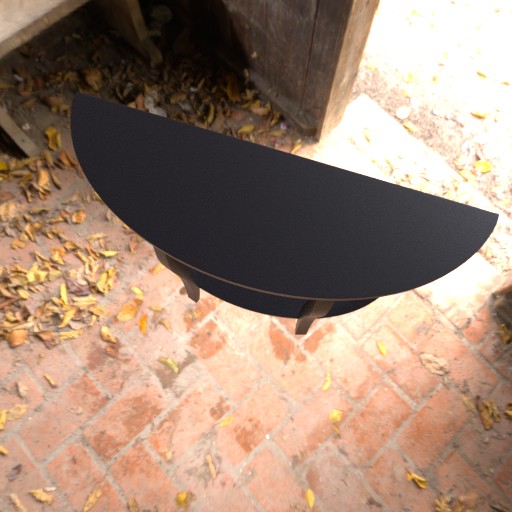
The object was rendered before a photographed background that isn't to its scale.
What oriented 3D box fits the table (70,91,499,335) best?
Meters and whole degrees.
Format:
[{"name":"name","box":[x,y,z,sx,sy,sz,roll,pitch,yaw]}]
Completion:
[{"name":"table","box":[0.000,0.000,1.540,1.219,0.780,0.394,17,74,5]}]
